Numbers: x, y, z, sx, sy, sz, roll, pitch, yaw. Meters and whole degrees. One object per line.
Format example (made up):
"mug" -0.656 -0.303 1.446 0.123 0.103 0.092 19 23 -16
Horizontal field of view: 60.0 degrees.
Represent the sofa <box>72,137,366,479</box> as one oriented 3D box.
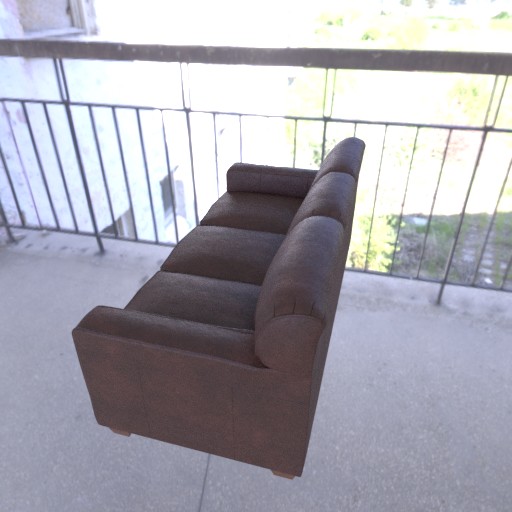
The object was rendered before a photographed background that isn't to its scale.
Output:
"sofa" 0.000 0.000 2.509 1.008 0.953 2.039 8 32 14
